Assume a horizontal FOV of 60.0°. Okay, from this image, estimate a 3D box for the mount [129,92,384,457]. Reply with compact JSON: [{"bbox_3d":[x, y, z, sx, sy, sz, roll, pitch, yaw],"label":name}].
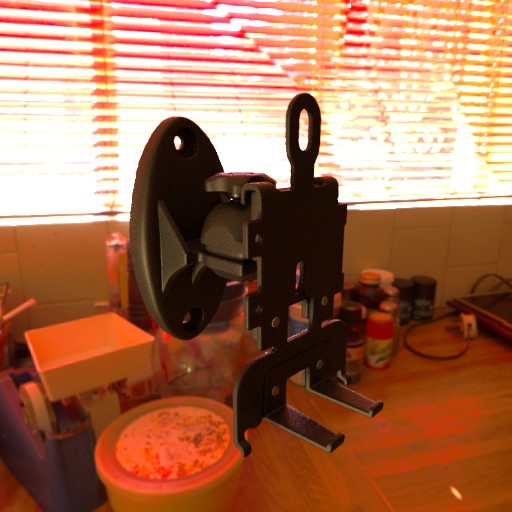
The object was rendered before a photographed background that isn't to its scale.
[{"bbox_3d":[0.000,0.000,0.174,0.100,0.118,0.066,14,20,42],"label":"mount"}]
